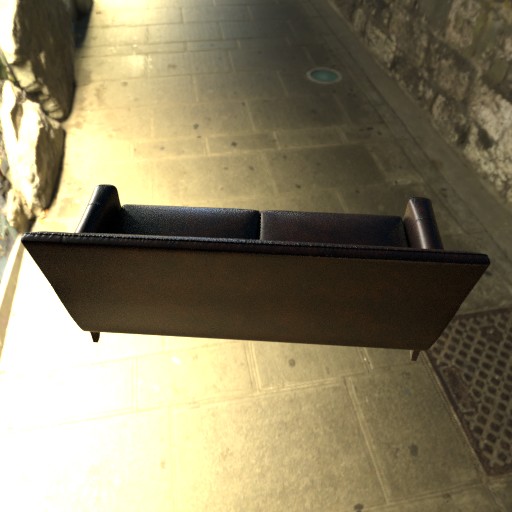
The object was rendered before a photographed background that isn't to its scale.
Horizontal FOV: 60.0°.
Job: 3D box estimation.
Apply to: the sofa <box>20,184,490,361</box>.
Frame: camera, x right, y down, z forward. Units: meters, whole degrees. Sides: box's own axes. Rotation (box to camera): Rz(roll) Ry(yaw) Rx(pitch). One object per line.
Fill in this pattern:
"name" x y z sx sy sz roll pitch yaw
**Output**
"sofa" 0.000 0.000 2.441 1.995 0.871 0.786 3 46 3
